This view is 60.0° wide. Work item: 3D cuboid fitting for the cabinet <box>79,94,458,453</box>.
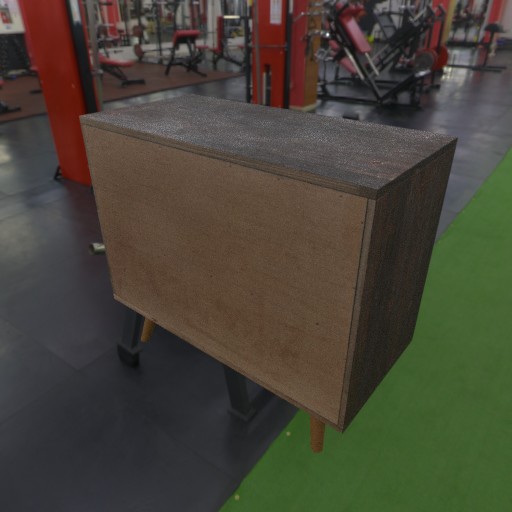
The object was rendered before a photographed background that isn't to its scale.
[{"bbox_3d":[0.000,0.000,1.534,1.023,0.897,0.529,22,36,33],"label":"cabinet"}]
